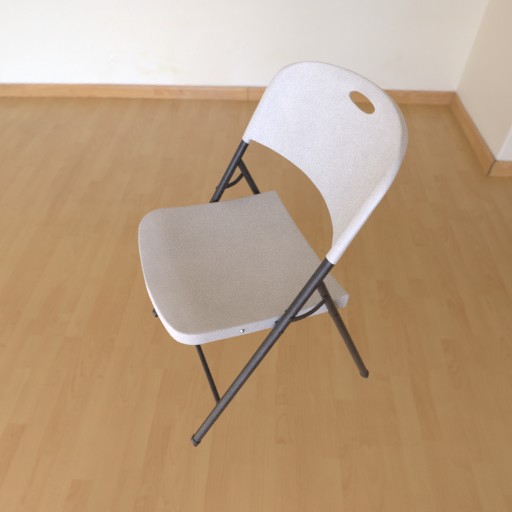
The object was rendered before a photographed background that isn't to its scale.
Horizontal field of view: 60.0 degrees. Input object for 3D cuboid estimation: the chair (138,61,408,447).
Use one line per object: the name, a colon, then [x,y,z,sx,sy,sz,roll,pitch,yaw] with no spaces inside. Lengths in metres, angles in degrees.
chair: [0.000,0.000,1.138,0.566,0.810,0.494,-16,49,-15]
